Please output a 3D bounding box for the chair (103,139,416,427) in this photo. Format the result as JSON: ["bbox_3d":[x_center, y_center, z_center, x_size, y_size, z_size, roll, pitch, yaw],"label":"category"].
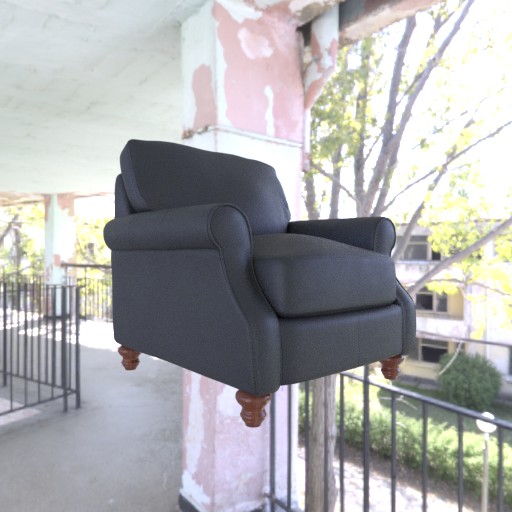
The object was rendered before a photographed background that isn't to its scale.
[{"bbox_3d":[0.000,0.000,1.804,1.015,0.960,1.027,0,0,-36],"label":"chair"}]
